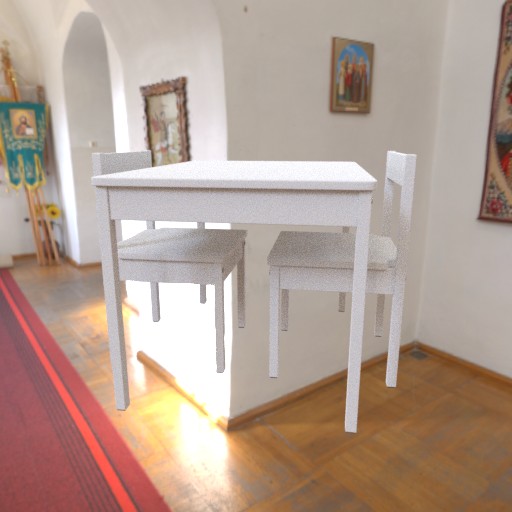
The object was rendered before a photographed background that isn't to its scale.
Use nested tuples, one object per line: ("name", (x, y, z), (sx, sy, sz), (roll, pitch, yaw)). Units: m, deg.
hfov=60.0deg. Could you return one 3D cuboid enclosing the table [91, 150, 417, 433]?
("table", (0.000, 0.000, 1.099), (0.672, 0.503, 0.650), (2, 15, 9))
